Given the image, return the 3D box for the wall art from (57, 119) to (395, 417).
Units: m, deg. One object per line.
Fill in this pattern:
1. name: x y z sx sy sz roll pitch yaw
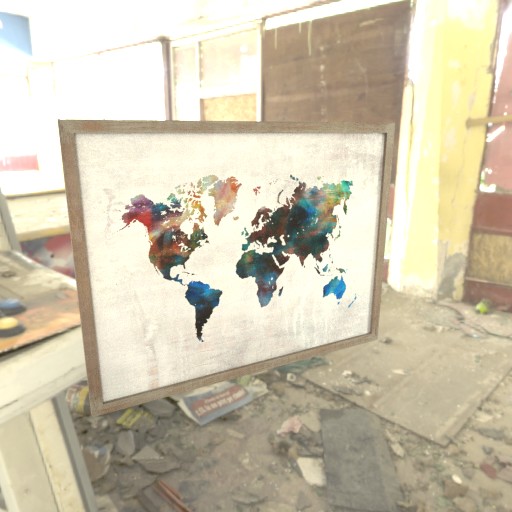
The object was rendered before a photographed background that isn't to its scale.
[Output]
1. wall art: 0.000 0.000 1.332 1.012 0.774 0.019 -8 18 -26
